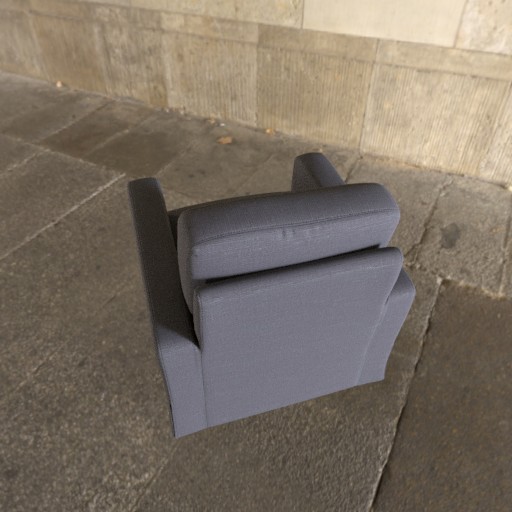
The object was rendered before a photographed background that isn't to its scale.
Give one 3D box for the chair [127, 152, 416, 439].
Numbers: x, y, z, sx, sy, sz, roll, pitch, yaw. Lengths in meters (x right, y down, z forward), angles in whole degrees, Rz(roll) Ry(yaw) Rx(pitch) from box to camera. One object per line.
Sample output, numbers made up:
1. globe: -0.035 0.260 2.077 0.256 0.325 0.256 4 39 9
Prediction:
1. chair: 0.000 0.000 1.564 0.798 0.855 0.863 -11 42 -13
